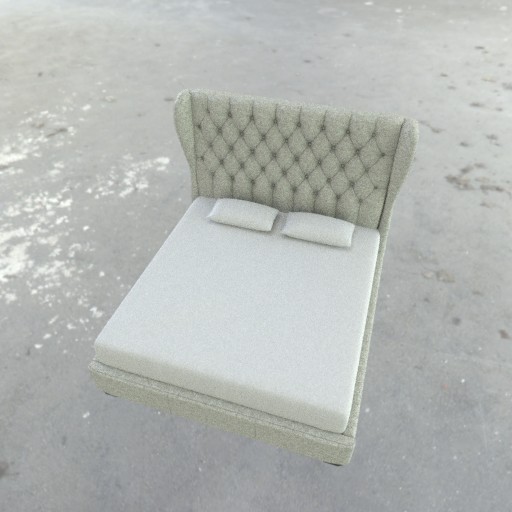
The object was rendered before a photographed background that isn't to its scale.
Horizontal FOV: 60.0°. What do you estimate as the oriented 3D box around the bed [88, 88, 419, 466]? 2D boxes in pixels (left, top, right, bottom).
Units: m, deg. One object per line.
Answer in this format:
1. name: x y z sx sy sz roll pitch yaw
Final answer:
1. bed: 0.000 0.000 3.765 2.219 1.771 2.347 12 44 13
